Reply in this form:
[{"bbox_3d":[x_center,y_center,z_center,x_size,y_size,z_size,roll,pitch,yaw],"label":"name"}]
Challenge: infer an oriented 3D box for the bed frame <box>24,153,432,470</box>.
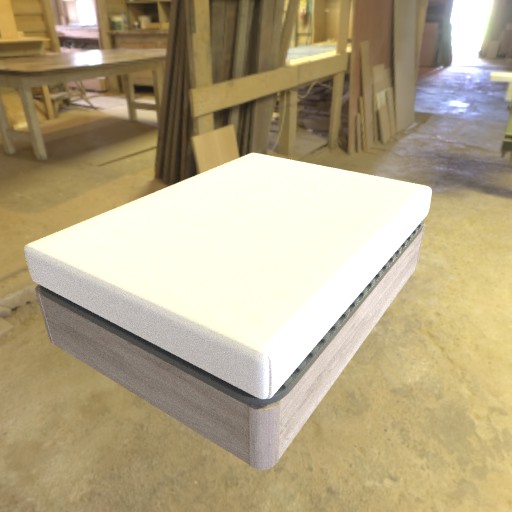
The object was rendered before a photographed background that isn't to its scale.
[{"bbox_3d":[0.000,0.000,2.534,1.400,0.561,1.900,18,34,30],"label":"bed frame"}]
